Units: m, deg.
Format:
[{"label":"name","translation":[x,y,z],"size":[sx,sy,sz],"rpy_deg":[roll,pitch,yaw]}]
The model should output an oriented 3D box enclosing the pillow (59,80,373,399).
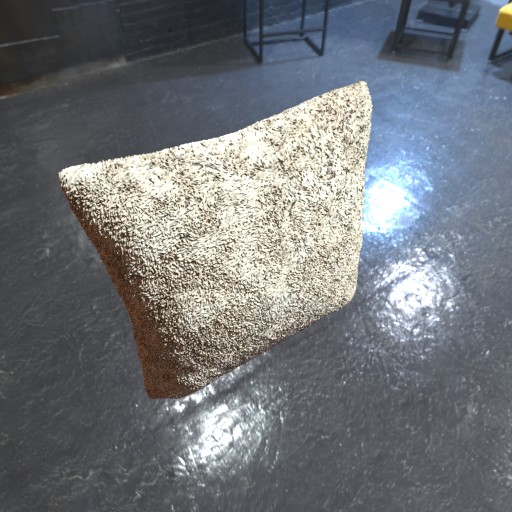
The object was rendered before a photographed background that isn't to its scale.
[{"label":"pillow","translation":[0.000,0.000,0.808],"size":[0.529,0.515,0.218],"rpy_deg":[-25,52,-22]}]
